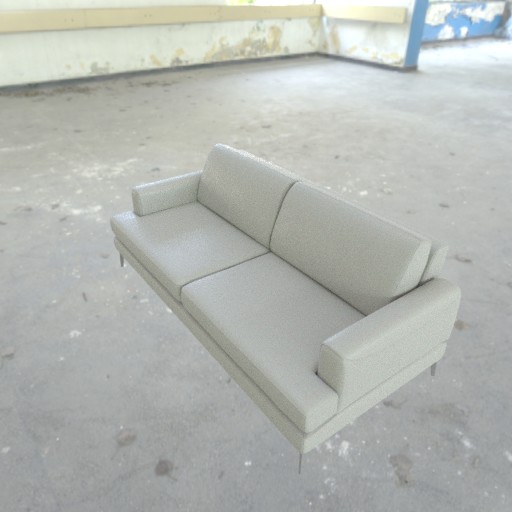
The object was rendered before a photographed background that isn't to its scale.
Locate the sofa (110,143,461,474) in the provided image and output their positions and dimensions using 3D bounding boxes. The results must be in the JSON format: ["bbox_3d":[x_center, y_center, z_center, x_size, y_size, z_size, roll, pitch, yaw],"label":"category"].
[{"bbox_3d":[0.000,0.000,2.443,0.974,0.765,1.940,-21,37,-30],"label":"sofa"}]
